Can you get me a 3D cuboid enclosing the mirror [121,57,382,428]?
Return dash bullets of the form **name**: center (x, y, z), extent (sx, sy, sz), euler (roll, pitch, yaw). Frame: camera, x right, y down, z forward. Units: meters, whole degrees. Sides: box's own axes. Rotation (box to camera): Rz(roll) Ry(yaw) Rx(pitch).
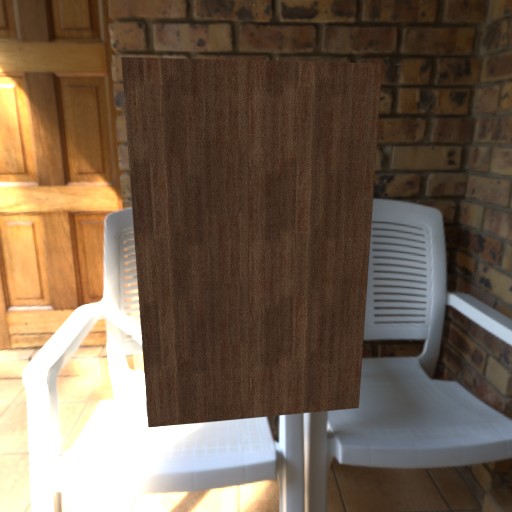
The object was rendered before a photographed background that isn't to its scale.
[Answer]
- **mirror**: center (0.000, 0.000, 1.245), extent (0.651, 1.010, 0.047), euler (-2, 15, -8)
